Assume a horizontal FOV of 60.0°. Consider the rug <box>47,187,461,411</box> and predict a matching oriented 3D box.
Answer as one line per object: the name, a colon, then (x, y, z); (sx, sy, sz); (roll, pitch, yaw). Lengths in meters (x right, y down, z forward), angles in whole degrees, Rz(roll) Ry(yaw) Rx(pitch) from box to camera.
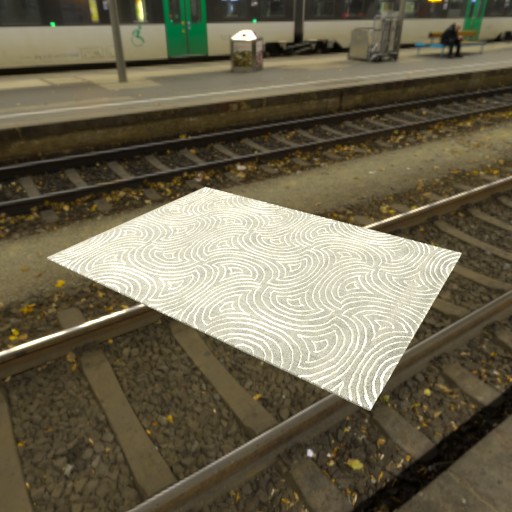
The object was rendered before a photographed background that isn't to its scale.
rug: (0.000, 0.000, 2.821); (2.144, 0.015, 1.543); (18, 34, 30)
